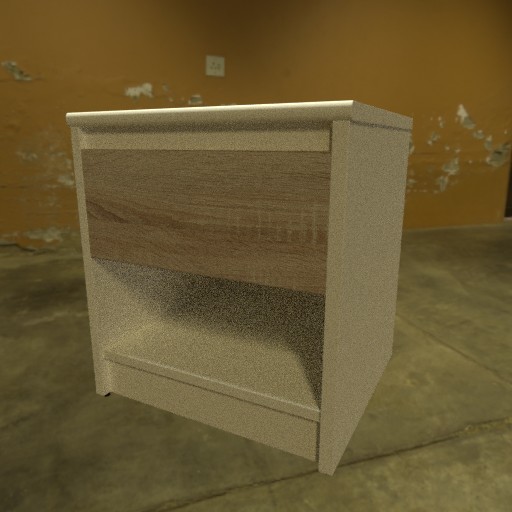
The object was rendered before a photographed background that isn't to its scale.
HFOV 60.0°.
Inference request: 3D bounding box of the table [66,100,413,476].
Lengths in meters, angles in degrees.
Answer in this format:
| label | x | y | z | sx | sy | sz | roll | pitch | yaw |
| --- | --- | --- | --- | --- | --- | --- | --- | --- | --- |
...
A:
| label | x | y | z | sx | sy | sz | roll | pitch | yaw |
| --- | --- | --- | --- | --- | --- | --- | --- | --- | --- |
| table | 0.000 | 0.000 | 0.762 | 0.420 | 0.460 | 0.380 | 7 | 16 | 27 |
